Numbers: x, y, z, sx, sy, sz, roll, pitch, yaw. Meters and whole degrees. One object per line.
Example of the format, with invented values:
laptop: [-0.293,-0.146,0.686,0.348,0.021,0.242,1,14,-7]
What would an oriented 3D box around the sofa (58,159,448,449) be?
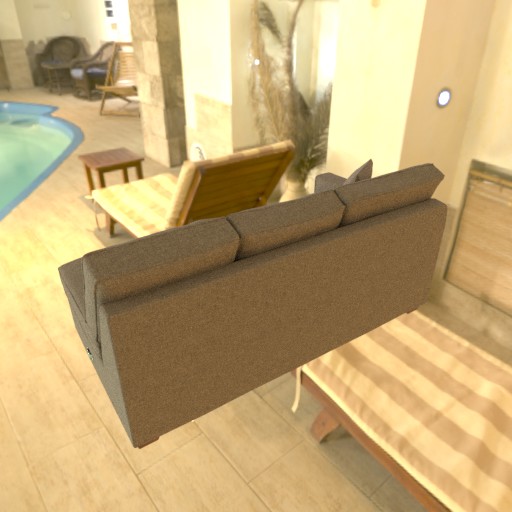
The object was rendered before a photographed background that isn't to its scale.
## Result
sofa: [0.000,0.000,2.512,1.963,0.946,1.034,-18,34,-29]
